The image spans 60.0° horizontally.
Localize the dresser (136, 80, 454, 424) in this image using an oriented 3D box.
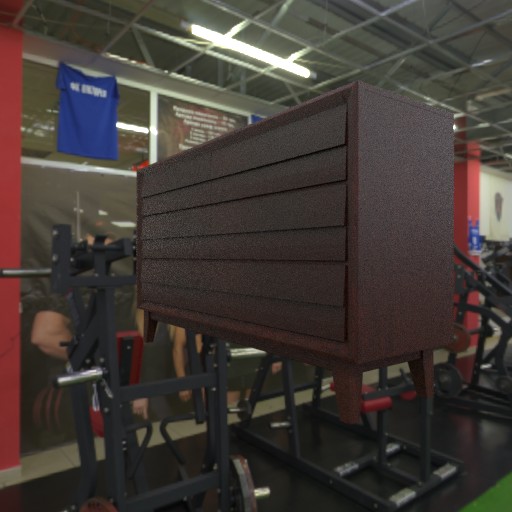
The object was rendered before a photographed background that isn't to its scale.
[{"bbox_3d":[0.000,0.000,2.012,0.499,0.971,1.609,0,0,-37],"label":"dresser"}]
